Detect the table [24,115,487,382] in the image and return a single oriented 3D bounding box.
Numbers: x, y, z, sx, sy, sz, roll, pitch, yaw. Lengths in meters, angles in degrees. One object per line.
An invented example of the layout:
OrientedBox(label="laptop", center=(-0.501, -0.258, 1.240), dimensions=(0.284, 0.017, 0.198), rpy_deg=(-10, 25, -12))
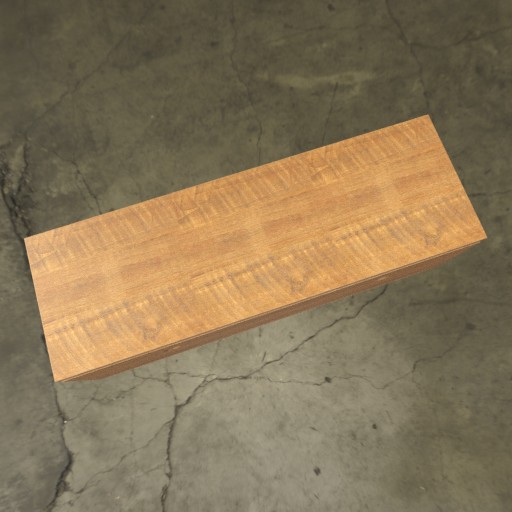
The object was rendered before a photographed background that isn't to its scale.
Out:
OrientedBox(label="table", center=(0.000, 0.000, 1.748), dimensions=(1.499, 0.491, 0.499), rpy_deg=(-18, 76, -4))
